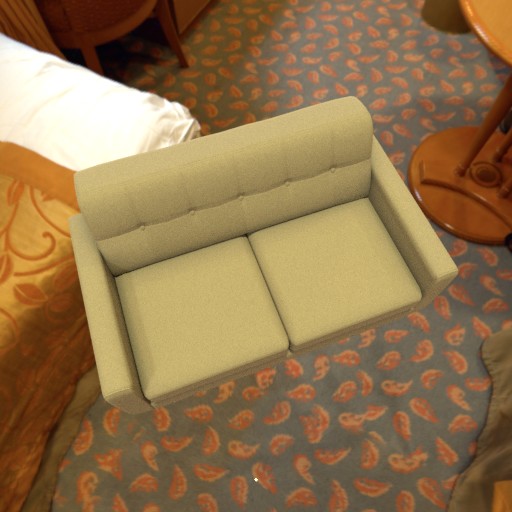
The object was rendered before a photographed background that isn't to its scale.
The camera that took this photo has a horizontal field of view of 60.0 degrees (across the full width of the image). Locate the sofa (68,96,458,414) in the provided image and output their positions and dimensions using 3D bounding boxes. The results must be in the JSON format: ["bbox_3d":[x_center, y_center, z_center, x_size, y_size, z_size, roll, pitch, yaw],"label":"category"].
[{"bbox_3d":[0.000,0.000,2.239,1.655,0.892,0.980,-18,65,-9],"label":"sofa"}]
